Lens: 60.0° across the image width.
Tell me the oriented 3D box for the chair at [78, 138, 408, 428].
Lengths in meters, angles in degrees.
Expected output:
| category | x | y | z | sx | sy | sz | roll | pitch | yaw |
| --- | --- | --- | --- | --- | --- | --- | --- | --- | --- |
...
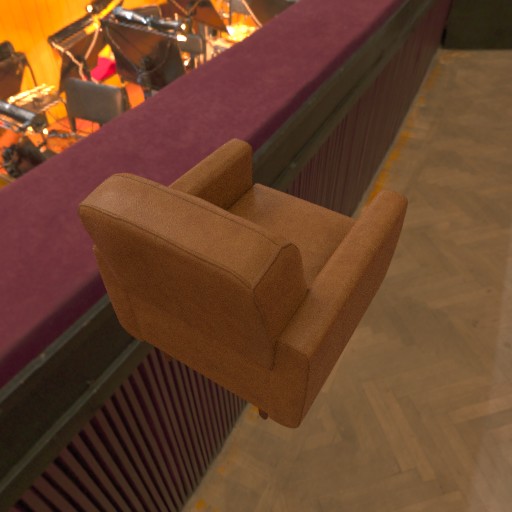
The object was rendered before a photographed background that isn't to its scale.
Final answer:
| category | x | y | z | sx | sy | sz | roll | pitch | yaw |
| --- | --- | --- | --- | --- | --- | --- | --- | --- | --- |
| chair | 0.000 | 0.000 | 1.686 | 0.845 | 0.968 | 0.942 | 24 | 50 | 22 |
